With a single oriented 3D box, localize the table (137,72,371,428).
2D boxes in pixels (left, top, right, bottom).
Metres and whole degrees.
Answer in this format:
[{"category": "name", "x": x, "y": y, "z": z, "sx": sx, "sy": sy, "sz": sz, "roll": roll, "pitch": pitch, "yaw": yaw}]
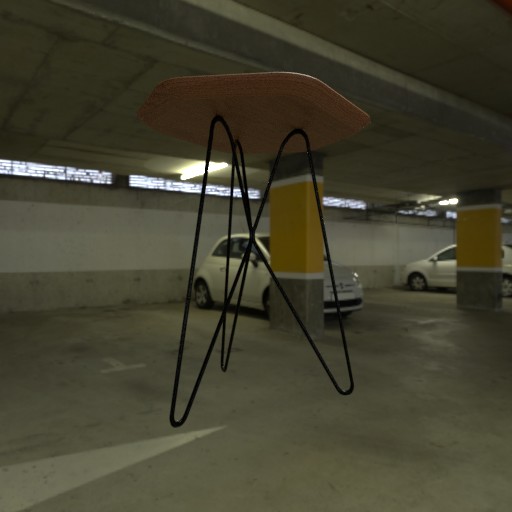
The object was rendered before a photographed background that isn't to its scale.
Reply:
[{"category": "table", "x": 0.000, "y": 0.000, "z": 0.910, "sx": 0.400, "sy": 0.562, "sz": 0.500, "roll": 0, "pitch": 0, "yaw": 35}]
